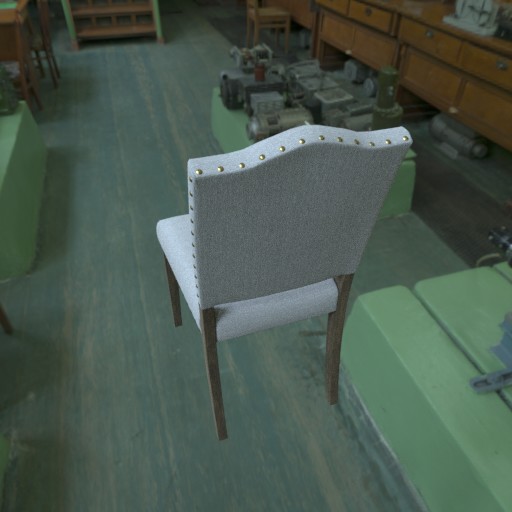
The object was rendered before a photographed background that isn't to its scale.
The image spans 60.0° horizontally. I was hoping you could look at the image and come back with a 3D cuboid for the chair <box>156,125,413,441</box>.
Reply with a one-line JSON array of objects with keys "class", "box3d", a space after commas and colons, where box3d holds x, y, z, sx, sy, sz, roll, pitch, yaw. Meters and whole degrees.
[{"class": "chair", "box3d": [0.000, 0.000, 1.308, 0.508, 1.020, 0.620, -12, 41, -15]}]
